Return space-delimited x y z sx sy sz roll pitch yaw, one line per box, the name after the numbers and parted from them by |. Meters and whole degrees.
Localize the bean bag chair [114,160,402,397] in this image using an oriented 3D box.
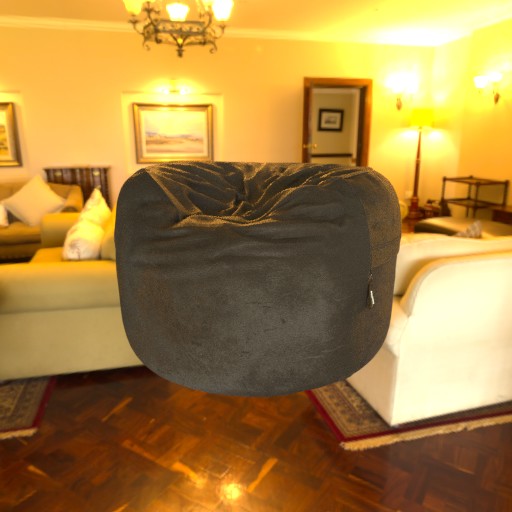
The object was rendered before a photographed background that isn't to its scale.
0.000 0.000 1.487 0.918 0.605 0.918 0 15 0 | bean bag chair
